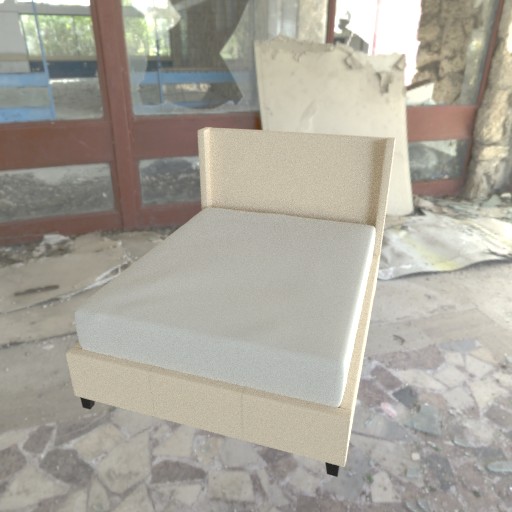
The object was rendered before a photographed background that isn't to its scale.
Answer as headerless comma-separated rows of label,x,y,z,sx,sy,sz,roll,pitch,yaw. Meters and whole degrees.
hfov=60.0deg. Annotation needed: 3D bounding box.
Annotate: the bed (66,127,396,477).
bed,0.000,0.000,3.359,1.765,1.471,2.280,8,27,16
